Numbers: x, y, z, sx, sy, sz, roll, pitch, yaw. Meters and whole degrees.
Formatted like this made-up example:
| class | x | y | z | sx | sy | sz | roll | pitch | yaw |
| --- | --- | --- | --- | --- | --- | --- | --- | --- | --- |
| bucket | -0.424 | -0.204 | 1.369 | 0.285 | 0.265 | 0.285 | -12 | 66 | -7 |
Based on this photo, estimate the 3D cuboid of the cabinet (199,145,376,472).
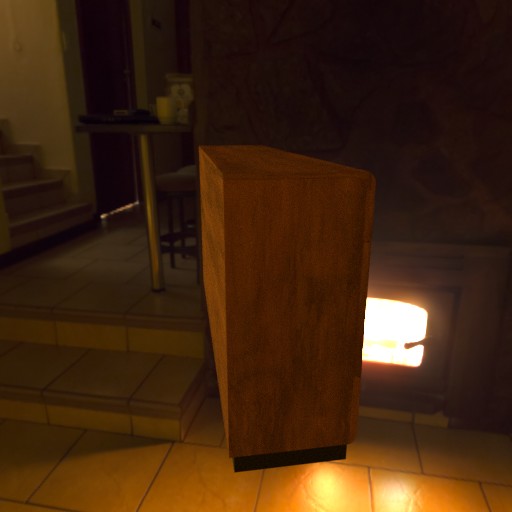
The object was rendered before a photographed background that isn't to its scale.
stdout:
| class | x | y | z | sx | sy | sz | roll | pitch | yaw |
| --- | --- | --- | --- | --- | --- | --- | --- | --- | --- |
| cabinet | 0.000 | 0.000 | 1.993 | 0.420 | 0.900 | 1.600 | -3 | 17 | -9 |
